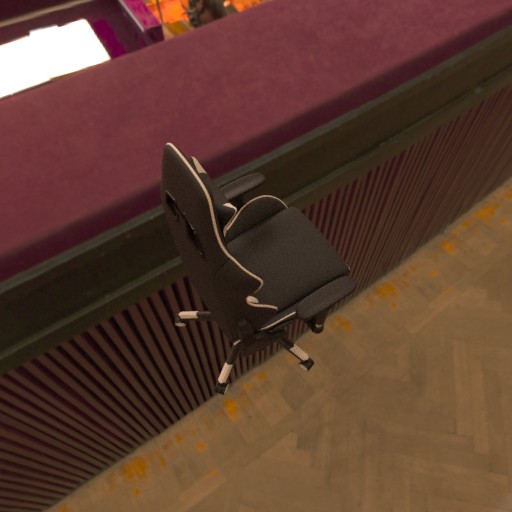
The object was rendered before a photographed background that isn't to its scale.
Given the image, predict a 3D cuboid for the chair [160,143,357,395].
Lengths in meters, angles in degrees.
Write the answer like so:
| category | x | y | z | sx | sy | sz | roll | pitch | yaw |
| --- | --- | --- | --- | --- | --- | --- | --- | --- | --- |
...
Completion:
| category | x | y | z | sx | sy | sz | roll | pitch | yaw |
| --- | --- | --- | --- | --- | --- | --- | --- | --- | --- |
| chair | 0.000 | 0.000 | 1.683 | 0.700 | 1.240 | 0.700 | -29 | 63 | -17 |
